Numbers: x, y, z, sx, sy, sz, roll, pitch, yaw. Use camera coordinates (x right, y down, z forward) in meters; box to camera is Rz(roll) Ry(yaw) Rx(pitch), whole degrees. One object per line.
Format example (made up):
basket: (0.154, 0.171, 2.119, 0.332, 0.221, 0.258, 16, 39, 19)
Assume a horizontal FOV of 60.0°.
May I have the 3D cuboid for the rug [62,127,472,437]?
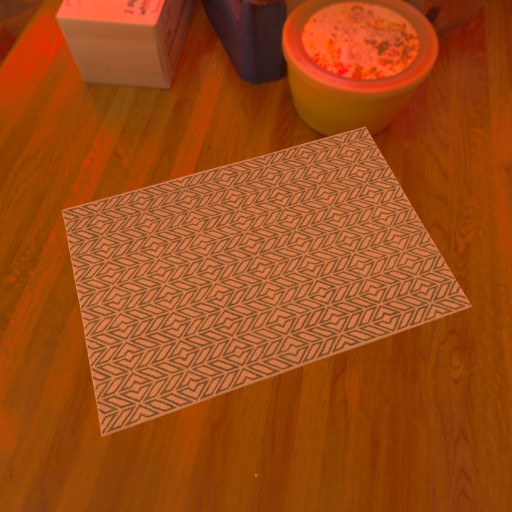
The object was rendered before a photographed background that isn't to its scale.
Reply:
rug: (0.000, 0.000, 2.304, 1.828, 0.007, 1.220, -17, 65, -8)
